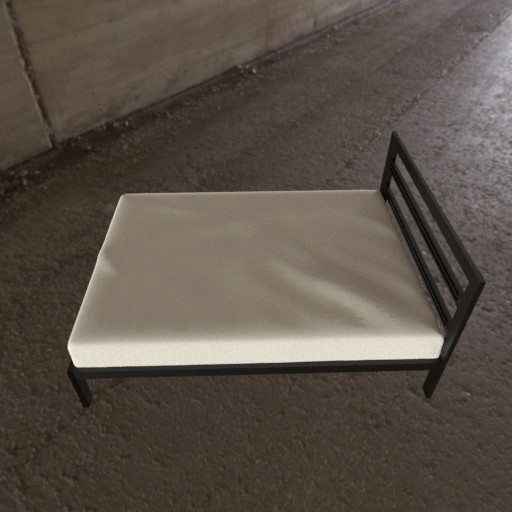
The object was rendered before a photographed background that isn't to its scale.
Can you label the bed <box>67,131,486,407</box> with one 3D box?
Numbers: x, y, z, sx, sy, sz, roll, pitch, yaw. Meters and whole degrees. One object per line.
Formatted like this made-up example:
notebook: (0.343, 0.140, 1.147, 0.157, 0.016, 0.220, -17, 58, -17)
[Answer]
bed: (0.000, 0.000, 2.868, 2.062, 0.967, 1.524, -1, 41, -1)
